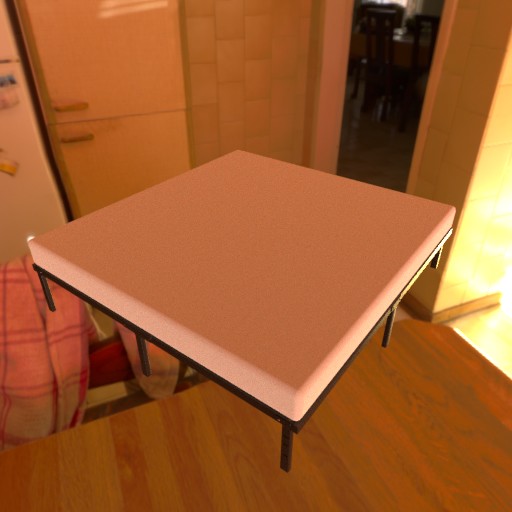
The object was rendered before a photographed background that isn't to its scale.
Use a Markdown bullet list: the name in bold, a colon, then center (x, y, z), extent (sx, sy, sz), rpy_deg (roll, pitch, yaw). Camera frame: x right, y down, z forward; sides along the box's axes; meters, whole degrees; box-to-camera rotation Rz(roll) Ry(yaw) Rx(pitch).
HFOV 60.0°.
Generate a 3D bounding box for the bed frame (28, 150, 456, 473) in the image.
- **bed frame**: center (0.000, 0.000, 3.854), extent (2.526, 0.680, 2.635), rpy_deg (22, 39, 30)
